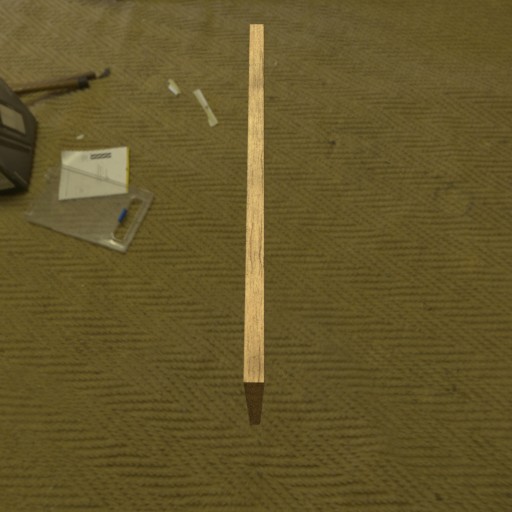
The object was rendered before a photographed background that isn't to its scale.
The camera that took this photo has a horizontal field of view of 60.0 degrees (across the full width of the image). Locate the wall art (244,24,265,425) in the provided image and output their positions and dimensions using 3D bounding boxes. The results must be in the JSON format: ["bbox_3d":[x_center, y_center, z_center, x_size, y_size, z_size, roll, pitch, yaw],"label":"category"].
[{"bbox_3d":[0.000,0.000,1.047,0.029,0.691,0.695,0,65,0],"label":"wall art"}]
